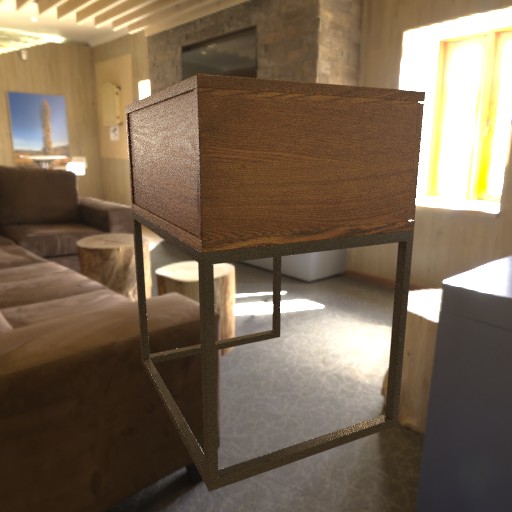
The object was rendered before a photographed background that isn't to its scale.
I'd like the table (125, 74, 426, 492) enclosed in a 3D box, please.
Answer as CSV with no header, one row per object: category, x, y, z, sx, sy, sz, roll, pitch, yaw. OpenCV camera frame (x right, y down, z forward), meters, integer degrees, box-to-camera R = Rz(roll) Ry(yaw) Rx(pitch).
table,0.000,0.000,0.914,0.400,0.610,0.482,-7,15,-25
